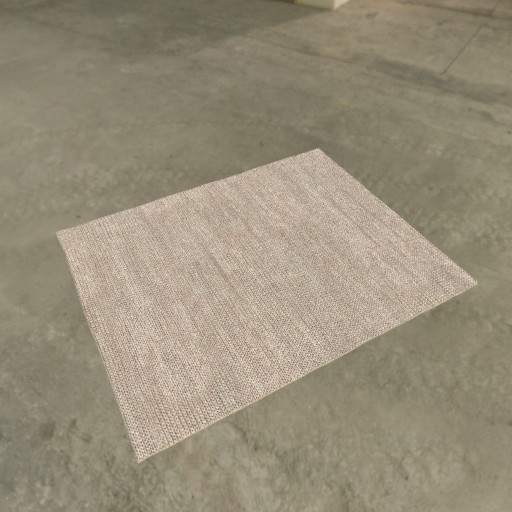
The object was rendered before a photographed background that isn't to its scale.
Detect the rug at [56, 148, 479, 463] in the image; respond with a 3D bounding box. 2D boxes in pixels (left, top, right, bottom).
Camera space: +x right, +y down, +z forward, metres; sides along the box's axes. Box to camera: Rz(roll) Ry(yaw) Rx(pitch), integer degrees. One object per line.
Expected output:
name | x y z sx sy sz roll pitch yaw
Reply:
rug | 0.000 0.000 4.023 3.052 0.030 2.429 -22 50 -20
